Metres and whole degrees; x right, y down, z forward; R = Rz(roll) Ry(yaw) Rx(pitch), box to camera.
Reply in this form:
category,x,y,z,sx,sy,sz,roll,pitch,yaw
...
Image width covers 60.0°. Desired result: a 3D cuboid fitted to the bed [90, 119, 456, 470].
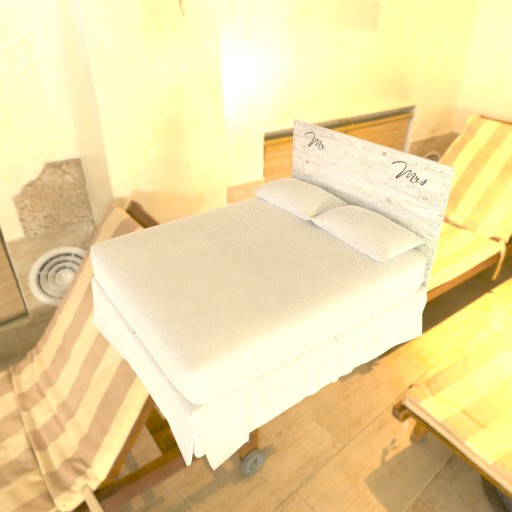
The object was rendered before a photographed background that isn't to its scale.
category,x,y,z,sx,sy,sz,roll,pitch,yaw
bed,0.000,0.000,3.213,2.094,1.335,1.745,-20,36,-30
